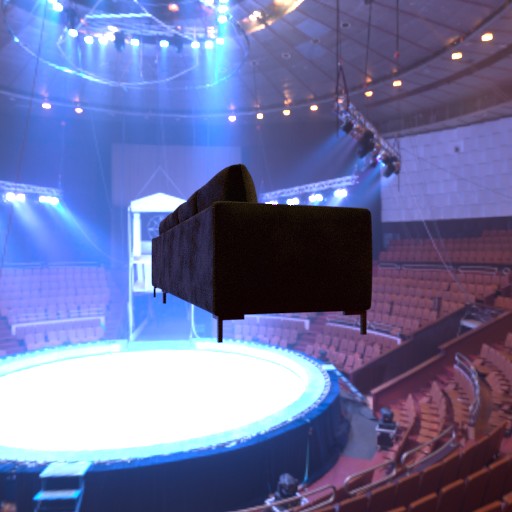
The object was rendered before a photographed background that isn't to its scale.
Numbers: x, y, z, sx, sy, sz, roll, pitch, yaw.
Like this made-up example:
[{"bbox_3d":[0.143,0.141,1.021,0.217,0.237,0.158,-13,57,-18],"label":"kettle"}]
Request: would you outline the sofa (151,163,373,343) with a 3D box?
[{"bbox_3d":[0.000,0.000,3.230,1.255,0.756,2.725,0,-1,-18],"label":"sofa"}]
